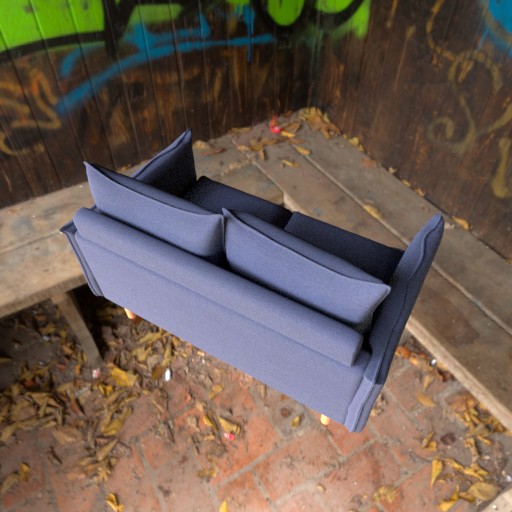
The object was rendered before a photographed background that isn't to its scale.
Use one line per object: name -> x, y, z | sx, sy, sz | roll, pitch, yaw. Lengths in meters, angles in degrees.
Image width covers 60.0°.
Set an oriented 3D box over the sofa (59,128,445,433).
sofa -> 0.000, 0.000, 1.844 | 1.300, 0.840, 0.820 | 23, 52, 20
